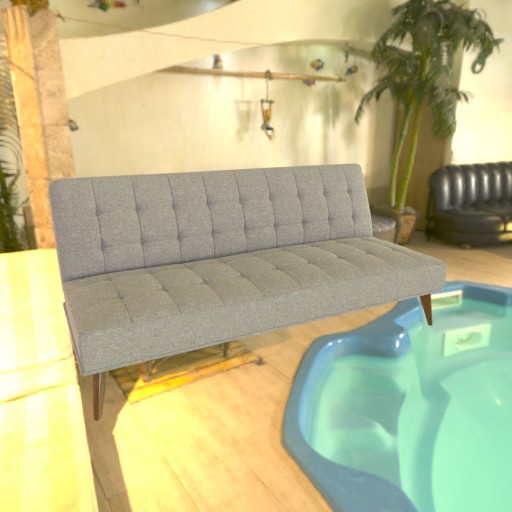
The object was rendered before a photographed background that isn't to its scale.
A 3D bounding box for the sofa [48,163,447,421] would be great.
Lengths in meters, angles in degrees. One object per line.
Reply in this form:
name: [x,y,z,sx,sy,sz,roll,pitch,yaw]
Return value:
sofa: [0.000,0.000,2.230,1.800,0.810,0.860,-9,19,-26]
